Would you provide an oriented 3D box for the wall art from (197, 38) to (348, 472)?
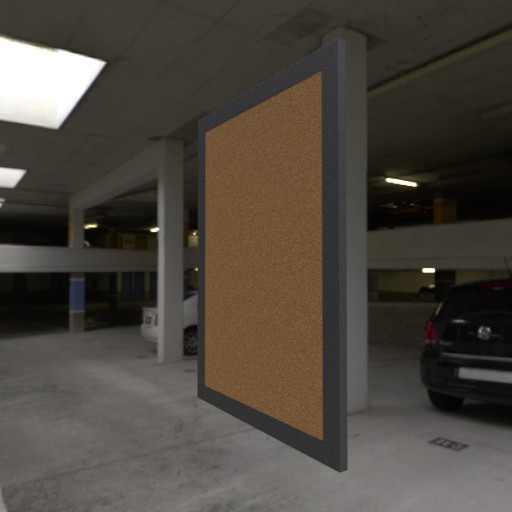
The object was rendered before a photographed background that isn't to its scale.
[{"bbox_3d":[0.000,0.000,0.703,0.013,0.534,0.380,1,-2,-34],"label":"wall art"}]
